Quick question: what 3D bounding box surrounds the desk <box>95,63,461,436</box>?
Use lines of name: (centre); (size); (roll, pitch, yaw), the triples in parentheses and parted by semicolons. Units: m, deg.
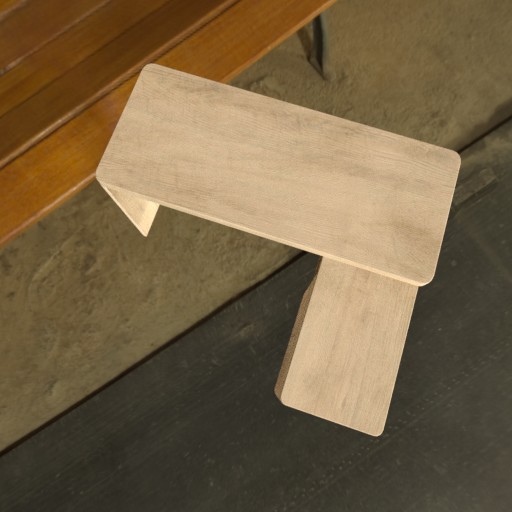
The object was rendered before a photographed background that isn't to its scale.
desk: (0.000, 0.000, 2.106); (1.400, 0.770, 1.175); (18, 76, 4)
